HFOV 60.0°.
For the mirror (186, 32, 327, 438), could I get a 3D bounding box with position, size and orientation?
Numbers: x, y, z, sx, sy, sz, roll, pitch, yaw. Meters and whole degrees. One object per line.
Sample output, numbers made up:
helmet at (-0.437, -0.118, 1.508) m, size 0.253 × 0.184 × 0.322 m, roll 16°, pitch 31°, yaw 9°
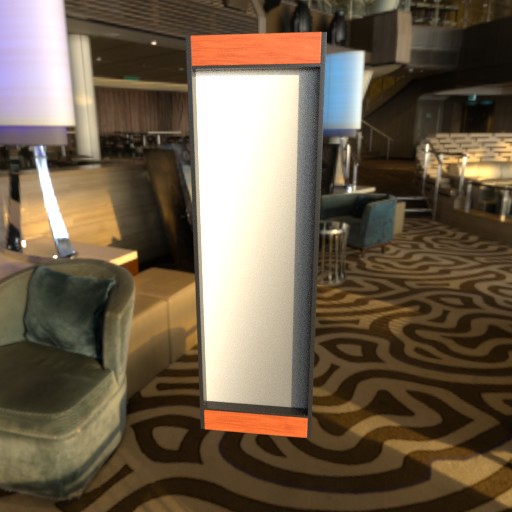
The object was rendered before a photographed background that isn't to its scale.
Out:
mirror at (0.000, 0.000, 1.239) m, size 0.343 × 1.123 × 0.047 m, roll 2°, pitch 16°, yaw 7°
